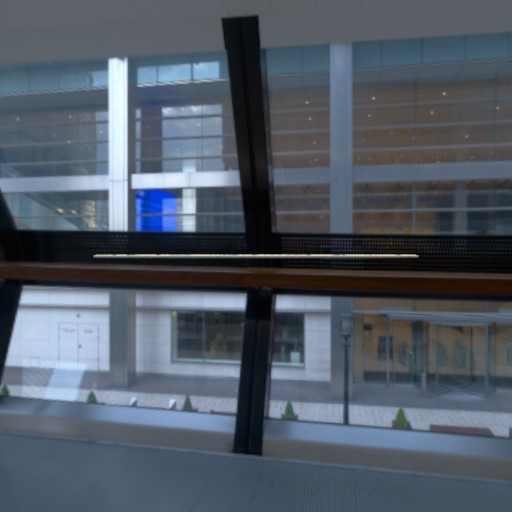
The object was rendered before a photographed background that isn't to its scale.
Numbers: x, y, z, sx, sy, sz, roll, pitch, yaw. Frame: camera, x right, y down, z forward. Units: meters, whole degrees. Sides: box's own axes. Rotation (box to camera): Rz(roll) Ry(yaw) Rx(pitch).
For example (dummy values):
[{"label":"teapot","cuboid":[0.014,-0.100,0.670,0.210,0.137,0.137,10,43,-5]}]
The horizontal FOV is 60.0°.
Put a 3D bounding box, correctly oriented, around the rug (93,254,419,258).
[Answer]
[{"label":"rug","cuboid":[0.000,0.000,2.311,1.593,0.012,1.593,0,0,0]}]
